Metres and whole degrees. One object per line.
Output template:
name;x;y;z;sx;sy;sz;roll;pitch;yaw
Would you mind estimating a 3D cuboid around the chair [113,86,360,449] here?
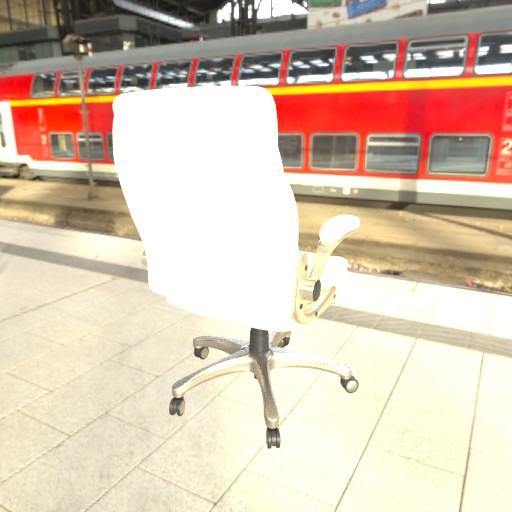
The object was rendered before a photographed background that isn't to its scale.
chair;0.000;0.000;1.624;0.740;1.110;0.794;8;18;26
